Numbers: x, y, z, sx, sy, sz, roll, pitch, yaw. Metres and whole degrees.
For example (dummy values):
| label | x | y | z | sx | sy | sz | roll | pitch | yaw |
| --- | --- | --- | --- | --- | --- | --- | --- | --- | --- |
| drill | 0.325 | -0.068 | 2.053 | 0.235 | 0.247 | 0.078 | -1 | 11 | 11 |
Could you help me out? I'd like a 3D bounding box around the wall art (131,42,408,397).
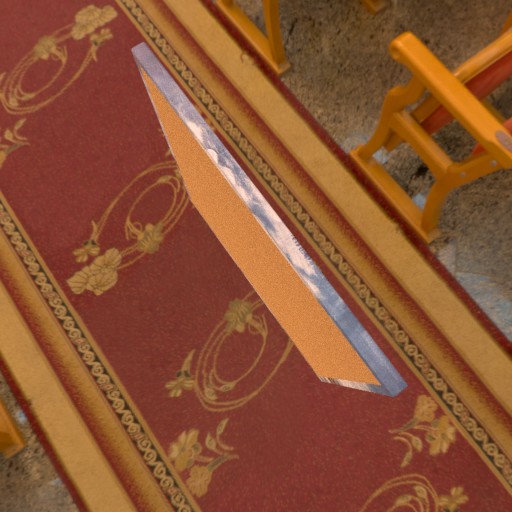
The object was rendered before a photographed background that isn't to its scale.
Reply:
| label | x | y | z | sx | sy | sz | roll | pitch | yaw |
| --- | --- | --- | --- | --- | --- | --- | --- | --- | --- |
| wall art | 0.000 | 0.000 | 1.489 | 0.040 | 1.020 | 1.010 | -35 | 79 | -8 |
